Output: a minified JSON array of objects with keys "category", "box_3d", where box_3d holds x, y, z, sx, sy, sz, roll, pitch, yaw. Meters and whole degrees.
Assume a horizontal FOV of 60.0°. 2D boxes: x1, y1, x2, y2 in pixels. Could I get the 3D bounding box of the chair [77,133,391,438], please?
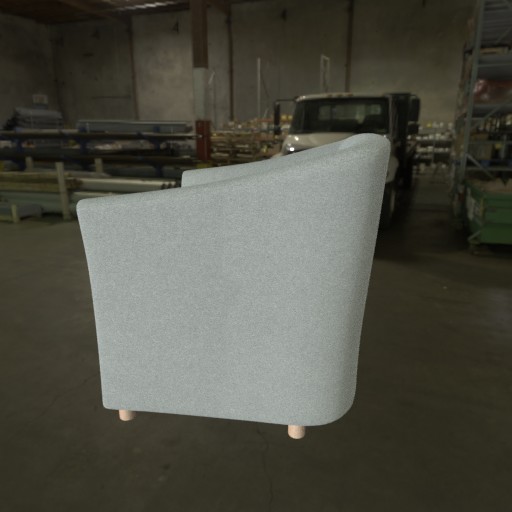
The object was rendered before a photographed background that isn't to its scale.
[{"category":"chair","box_3d":[0.000,0.000,1.351,0.700,0.720,0.790,2,16,9]}]
